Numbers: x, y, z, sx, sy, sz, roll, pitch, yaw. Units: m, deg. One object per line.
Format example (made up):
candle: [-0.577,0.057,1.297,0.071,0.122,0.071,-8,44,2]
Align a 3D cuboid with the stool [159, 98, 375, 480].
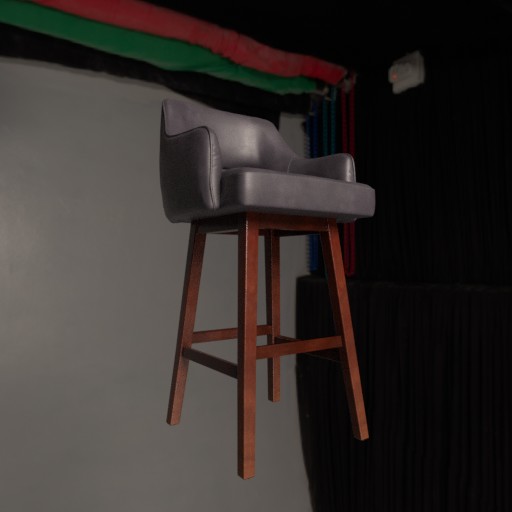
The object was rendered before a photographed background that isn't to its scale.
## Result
stool: [0.000,0.000,1.351,0.550,1.041,0.560,0,-1,-35]
